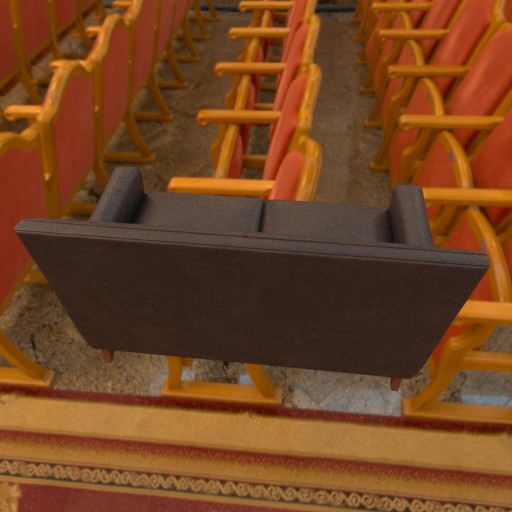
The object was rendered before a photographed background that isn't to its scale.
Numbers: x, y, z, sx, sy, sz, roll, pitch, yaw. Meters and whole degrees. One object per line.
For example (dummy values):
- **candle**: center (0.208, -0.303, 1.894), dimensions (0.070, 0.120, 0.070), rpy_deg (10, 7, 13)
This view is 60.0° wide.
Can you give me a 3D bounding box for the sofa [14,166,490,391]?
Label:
- **sofa**: center (0.000, 0.000, 1.930), dimensions (1.473, 0.871, 0.787), rpy_deg (4, 46, 4)
